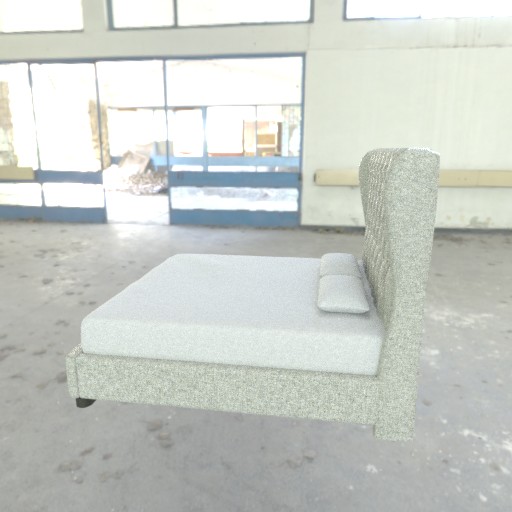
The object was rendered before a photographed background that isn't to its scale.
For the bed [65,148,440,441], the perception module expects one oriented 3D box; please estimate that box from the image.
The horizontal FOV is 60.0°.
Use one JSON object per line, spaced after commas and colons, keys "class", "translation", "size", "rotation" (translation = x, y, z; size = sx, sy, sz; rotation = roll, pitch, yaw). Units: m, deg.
{"class": "bed", "translation": [0.000, 0.000, 3.749], "size": [2.347, 1.771, 2.219], "rotation": [2, 14, 9]}
